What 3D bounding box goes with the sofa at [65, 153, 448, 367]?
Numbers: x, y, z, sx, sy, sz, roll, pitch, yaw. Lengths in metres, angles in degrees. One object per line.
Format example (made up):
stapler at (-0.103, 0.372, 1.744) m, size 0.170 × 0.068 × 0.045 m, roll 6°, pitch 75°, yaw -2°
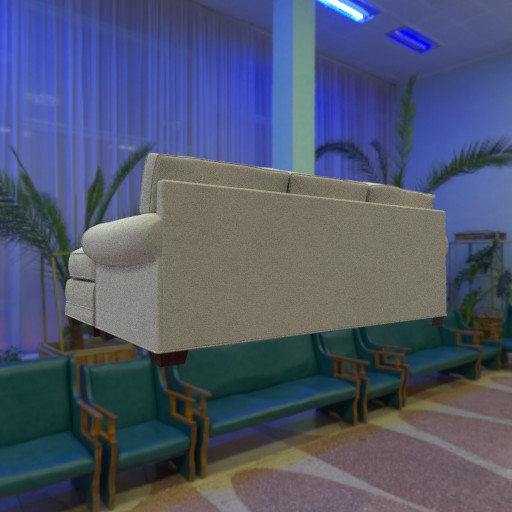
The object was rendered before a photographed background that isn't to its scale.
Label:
sofa at (0.000, 0.000, 2.380) m, size 1.770 × 0.734 × 1.226 m, roll 0°, pitch 0°, yaw -36°
